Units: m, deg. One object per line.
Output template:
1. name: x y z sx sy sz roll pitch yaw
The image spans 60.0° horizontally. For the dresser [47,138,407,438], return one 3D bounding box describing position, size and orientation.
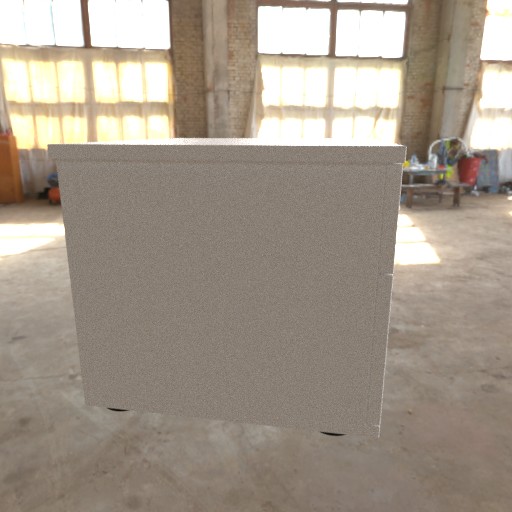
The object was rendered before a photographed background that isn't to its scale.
1. dresser: 0.000 0.000 0.715 0.400 0.360 0.430 3 16 10
